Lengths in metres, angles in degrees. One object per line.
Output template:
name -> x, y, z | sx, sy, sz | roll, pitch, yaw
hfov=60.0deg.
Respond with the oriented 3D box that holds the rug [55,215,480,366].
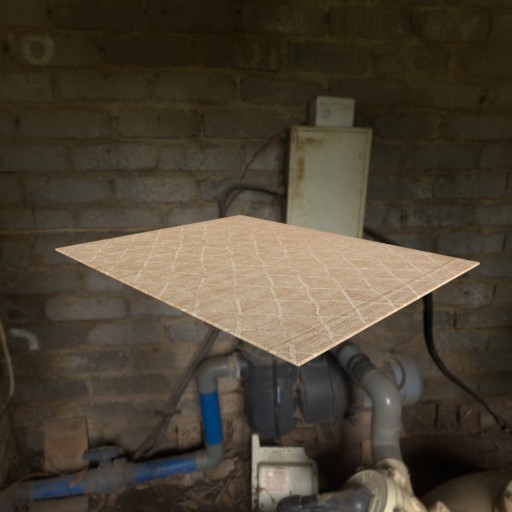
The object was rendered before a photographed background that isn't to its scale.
rug -> 0.000, 0.000, 4.039 | 2.420, 0.019, 3.039 | -15, 22, -43
